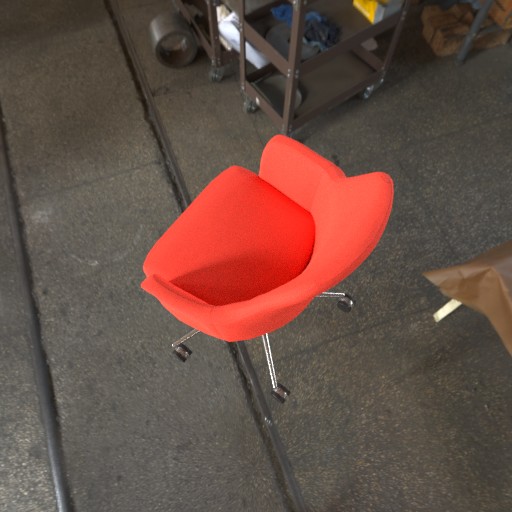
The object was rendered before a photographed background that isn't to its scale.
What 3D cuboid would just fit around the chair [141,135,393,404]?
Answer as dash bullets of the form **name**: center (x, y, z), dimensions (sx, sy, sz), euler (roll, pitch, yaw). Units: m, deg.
- **chair**: center (0.000, 0.000, 1.279), dimensions (0.600, 0.820, 0.655), euler (33, 69, 15)
